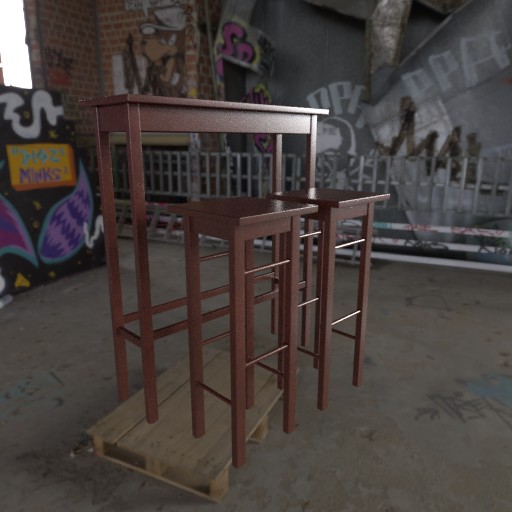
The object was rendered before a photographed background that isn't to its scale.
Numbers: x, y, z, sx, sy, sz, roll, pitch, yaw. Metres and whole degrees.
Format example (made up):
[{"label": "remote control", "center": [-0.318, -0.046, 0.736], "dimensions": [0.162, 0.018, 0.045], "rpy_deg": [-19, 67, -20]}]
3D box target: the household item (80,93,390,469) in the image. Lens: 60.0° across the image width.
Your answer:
[{"label": "household item", "center": [0.000, 0.000, 1.626], "dimensions": [0.914, 1.067, 0.676], "rpy_deg": [-14, 20, -43]}]
